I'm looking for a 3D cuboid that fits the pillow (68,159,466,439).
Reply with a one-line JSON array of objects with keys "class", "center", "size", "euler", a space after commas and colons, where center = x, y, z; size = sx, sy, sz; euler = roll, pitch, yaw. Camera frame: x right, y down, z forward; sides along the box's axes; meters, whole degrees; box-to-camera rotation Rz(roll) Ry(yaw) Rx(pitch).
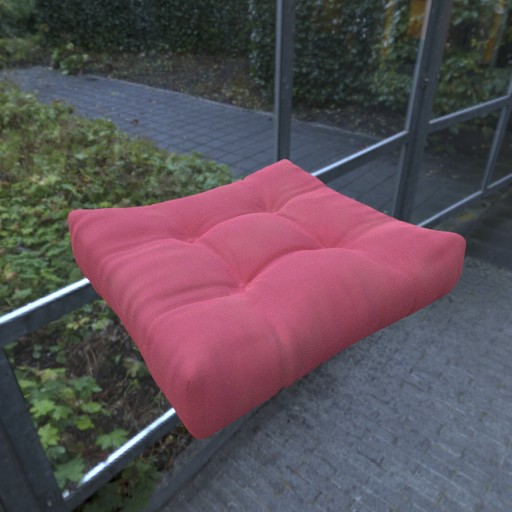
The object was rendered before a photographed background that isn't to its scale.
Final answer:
[{"class": "pillow", "center": [0.000, 0.000, 0.733], "size": [0.490, 0.128, 0.468], "euler": [-21, 38, -29]}]
